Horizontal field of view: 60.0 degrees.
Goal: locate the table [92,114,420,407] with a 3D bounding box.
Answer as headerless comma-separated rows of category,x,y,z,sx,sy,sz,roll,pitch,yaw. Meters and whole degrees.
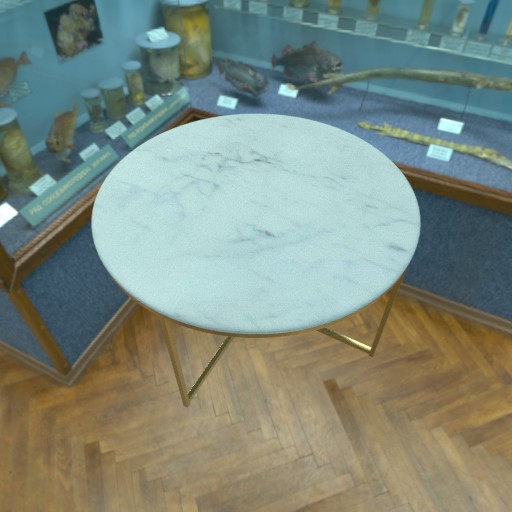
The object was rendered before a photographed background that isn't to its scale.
table,0.000,0.000,1.272,0.800,0.450,0.800,0,47,0
